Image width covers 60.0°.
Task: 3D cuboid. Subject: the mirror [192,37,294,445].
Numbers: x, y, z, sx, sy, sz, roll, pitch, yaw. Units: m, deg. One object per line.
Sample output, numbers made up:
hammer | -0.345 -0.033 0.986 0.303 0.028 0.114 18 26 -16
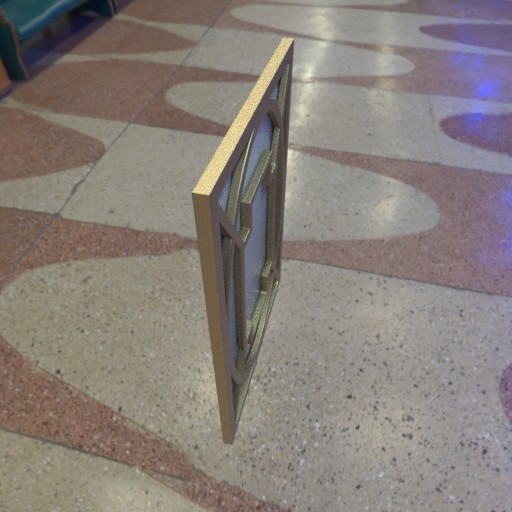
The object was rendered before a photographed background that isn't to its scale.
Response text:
mirror | 0.000 0.000 1.362 0.032 1.023 0.756 10 46 10
